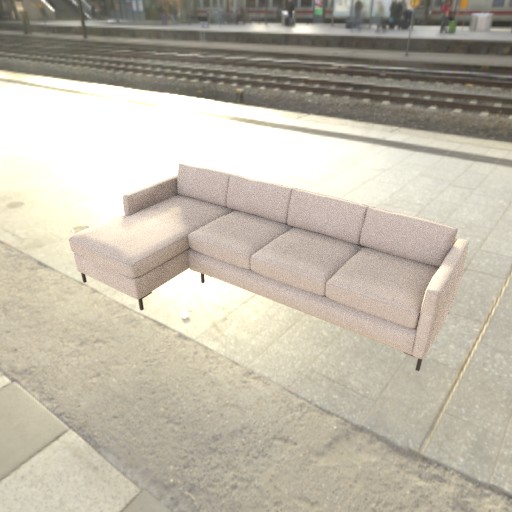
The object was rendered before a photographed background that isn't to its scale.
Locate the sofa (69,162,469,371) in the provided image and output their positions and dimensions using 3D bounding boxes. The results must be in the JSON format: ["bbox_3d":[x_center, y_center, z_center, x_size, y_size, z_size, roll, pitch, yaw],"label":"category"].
[{"bbox_3d":[0.000,0.000,3.589,2.923,0.816,1.469,19,34,30],"label":"sofa"}]
